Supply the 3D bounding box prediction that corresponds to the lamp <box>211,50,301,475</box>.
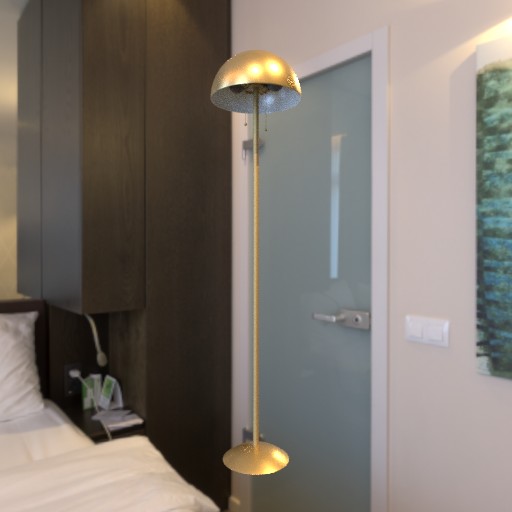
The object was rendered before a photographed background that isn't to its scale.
[{"bbox_3d":[0.000,0.000,1.614,0.328,1.480,0.328,0,1,19],"label":"lamp"}]
